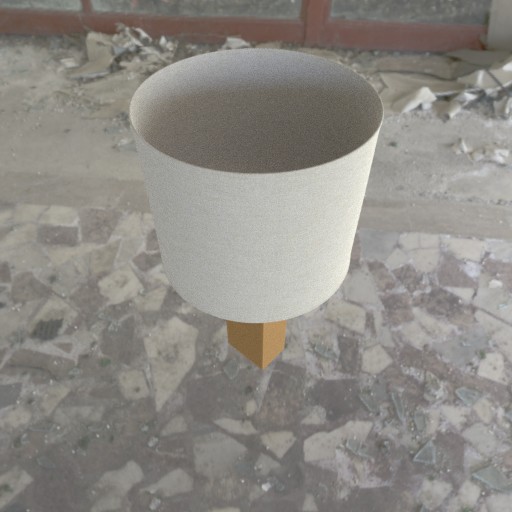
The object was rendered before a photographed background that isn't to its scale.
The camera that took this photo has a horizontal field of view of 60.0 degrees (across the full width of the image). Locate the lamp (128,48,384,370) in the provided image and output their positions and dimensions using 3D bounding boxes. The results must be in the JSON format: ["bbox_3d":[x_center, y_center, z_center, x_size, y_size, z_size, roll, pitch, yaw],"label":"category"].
[{"bbox_3d":[0.000,0.000,0.555,0.229,0.417,0.229,33,55,27],"label":"lamp"}]
